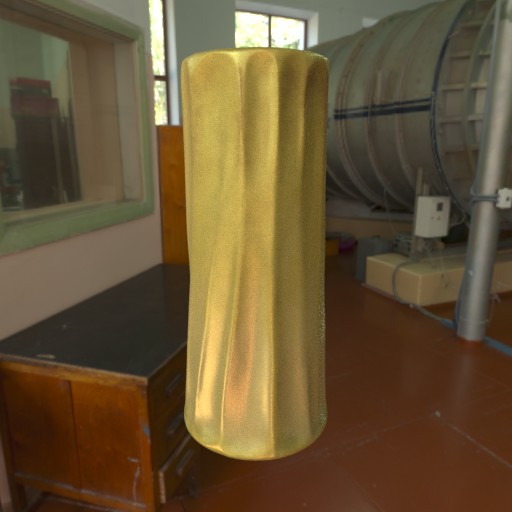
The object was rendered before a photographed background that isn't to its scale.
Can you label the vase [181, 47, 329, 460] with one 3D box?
[{"bbox_3d":[0.000,0.000,0.175,0.061,0.143,0.061,0,14,0],"label":"vase"}]
